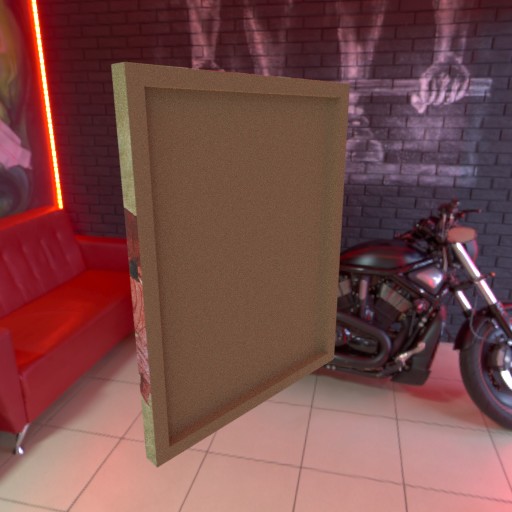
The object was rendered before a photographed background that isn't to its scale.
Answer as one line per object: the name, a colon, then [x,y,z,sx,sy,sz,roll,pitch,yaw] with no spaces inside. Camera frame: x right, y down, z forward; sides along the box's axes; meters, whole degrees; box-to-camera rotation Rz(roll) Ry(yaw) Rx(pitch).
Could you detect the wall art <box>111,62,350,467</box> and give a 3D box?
wall art: [0.000,0.000,0.672,0.406,0.508,0.028,-16,24,-42]
